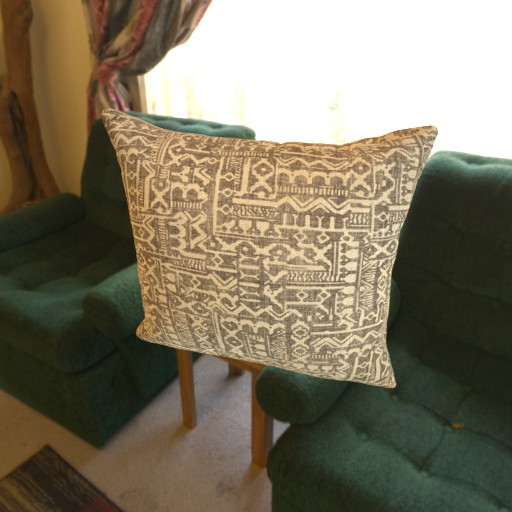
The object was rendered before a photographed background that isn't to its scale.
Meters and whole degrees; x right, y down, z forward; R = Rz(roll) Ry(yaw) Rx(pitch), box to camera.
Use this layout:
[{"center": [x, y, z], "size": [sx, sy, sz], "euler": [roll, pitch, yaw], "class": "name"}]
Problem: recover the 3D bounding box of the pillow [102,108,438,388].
[{"center": [0.000, 0.000, 0.791], "size": [0.546, 0.487, 0.180], "euler": [8, 29, 15], "class": "pillow"}]
